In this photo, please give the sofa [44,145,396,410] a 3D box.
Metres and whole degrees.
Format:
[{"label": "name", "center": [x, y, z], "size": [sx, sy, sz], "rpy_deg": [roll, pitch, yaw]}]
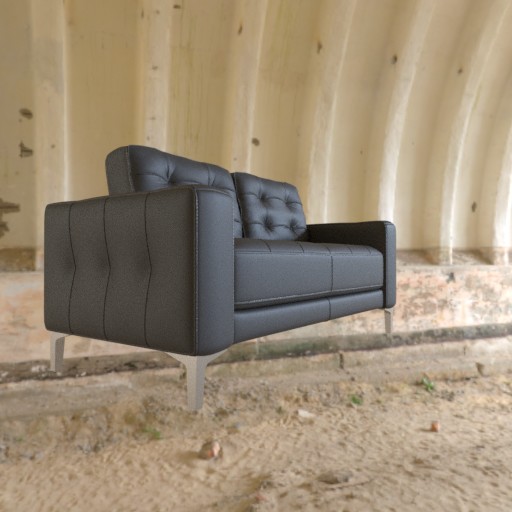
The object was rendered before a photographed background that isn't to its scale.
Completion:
[{"label": "sofa", "center": [0.000, 0.000, 2.155], "size": [0.833, 0.893, 1.726], "rpy_deg": [0, 0, 36]}]
